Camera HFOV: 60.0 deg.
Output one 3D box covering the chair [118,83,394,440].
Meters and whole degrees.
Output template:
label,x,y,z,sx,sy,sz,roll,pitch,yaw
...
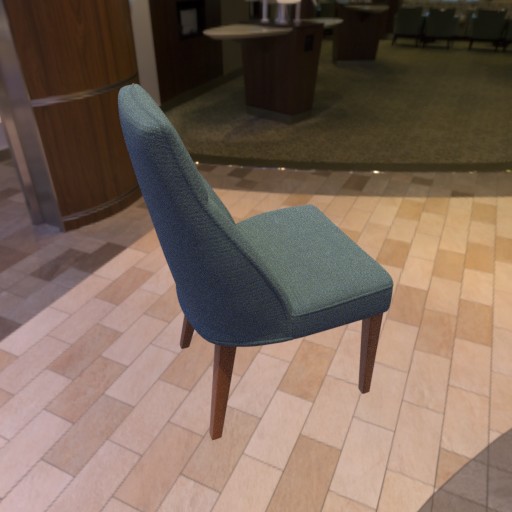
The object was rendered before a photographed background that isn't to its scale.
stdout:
label,x,y,z,sx,sy,sz,roll,pitch,yaw
chair,0.000,0.000,1.273,0.620,0.930,0.500,-12,35,-17
